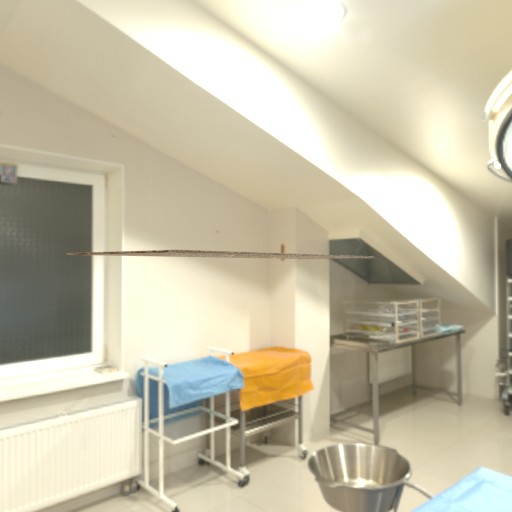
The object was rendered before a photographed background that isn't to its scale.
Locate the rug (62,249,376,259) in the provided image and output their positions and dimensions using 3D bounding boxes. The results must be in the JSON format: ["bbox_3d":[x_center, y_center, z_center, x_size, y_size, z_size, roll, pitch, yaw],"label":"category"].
[{"bbox_3d":[0.000,0.000,2.905,2.378,0.018,1.324,1,-1,-36],"label":"rug"}]
